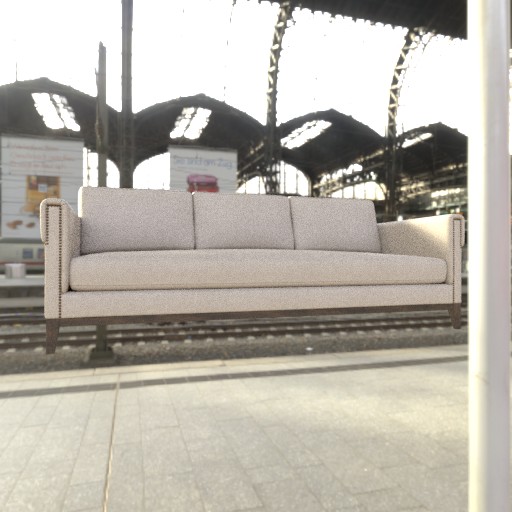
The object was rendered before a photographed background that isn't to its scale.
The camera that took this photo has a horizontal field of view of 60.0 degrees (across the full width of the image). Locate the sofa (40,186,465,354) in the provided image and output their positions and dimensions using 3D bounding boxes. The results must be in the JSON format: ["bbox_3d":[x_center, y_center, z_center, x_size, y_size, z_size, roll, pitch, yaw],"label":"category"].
[{"bbox_3d":[0.000,0.000,2.639,2.210,0.838,0.959,0,0,-18],"label":"sofa"}]
